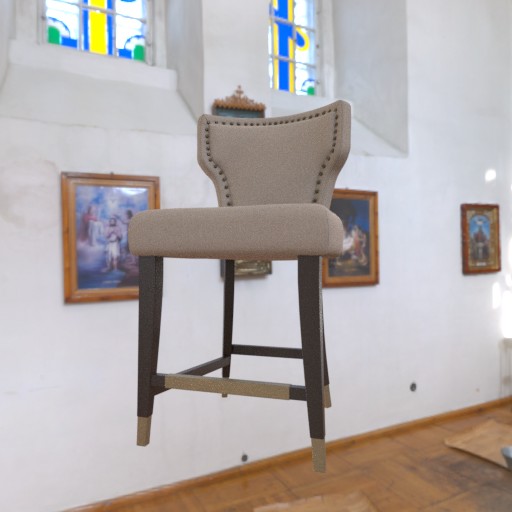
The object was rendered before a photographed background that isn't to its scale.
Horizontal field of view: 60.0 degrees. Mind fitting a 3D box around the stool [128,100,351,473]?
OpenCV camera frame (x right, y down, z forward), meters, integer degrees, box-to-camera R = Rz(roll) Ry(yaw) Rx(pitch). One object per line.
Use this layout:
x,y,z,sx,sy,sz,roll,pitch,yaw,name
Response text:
0.000,0.000,1.311,0.527,0.982,0.563,0,0,18,stool
